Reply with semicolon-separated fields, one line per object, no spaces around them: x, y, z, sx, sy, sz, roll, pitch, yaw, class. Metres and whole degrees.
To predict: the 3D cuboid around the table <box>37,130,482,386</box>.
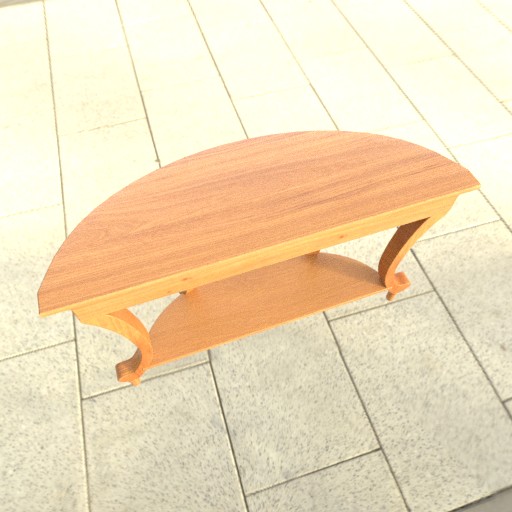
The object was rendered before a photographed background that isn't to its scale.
0.000;0.000;1.518;1.198;0.692;0.394;-16;59;-10;table
